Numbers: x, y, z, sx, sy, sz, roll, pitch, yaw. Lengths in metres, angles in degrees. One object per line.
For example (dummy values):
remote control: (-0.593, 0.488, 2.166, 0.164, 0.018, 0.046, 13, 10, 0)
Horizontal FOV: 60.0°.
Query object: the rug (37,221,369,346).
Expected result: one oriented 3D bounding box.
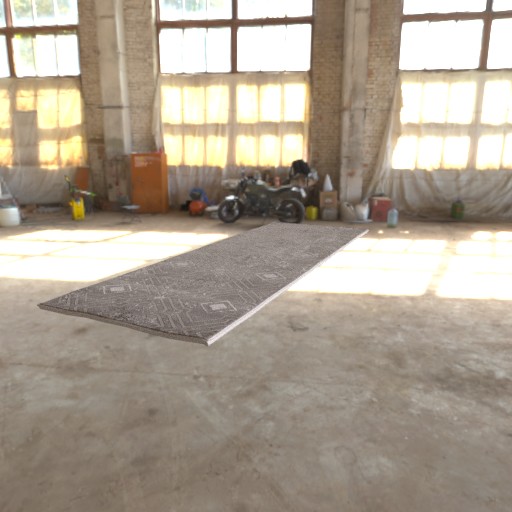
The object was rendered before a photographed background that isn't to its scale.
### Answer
rug: (0.000, 0.000, 2.679, 0.832, 0.035, 2.381, 7, 15, 26)
